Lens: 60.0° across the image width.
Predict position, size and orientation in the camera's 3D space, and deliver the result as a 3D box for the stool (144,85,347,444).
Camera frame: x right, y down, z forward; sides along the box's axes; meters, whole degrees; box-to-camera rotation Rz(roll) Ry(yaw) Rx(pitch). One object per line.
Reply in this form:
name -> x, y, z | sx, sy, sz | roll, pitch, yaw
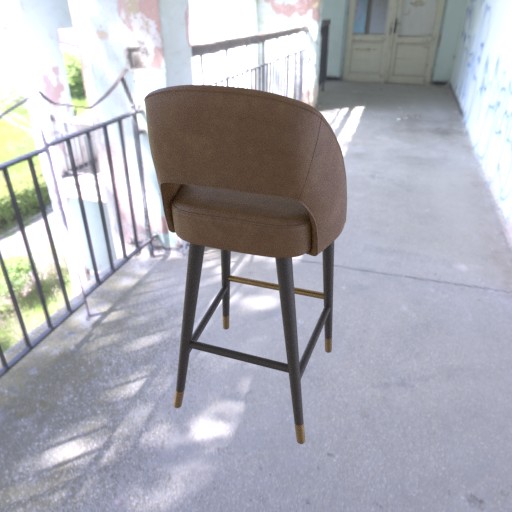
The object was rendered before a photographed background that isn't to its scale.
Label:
stool -> 0.000, 0.000, 1.326 | 0.494, 1.037, 0.509 | 10, 32, 16
